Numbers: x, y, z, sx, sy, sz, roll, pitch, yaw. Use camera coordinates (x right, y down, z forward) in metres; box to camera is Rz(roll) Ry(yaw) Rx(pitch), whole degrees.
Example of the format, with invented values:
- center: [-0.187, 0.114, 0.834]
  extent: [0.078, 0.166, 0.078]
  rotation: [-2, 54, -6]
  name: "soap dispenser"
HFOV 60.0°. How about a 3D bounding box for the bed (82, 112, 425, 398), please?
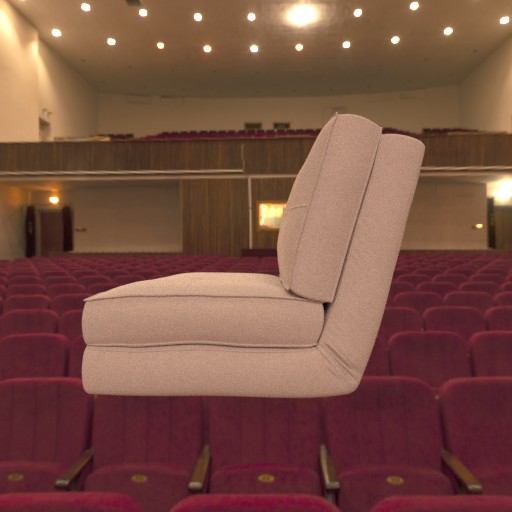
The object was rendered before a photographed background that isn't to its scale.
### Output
- center: [0.000, 0.000, 1.322]
  extent: [0.749, 0.614, 0.799]
  rotation: [0, 0, 2]
  name: "bed"
